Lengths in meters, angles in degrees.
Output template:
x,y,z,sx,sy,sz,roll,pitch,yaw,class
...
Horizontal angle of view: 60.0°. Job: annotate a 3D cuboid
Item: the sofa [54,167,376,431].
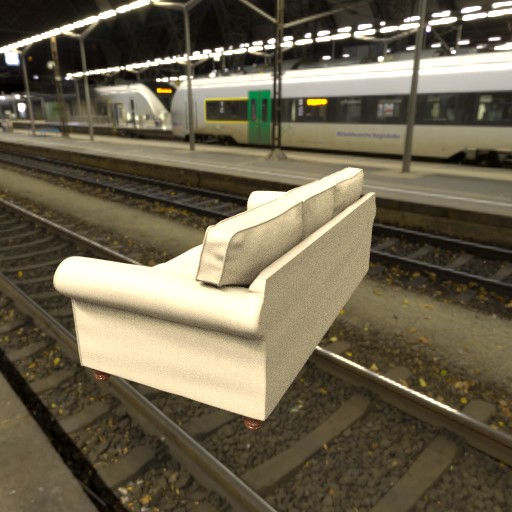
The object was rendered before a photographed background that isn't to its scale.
x,y,z,sx,sy,sz,roll,pitch,yaw,class
0.000,0.000,2.653,0.998,0.889,2.118,8,20,24,sofa
